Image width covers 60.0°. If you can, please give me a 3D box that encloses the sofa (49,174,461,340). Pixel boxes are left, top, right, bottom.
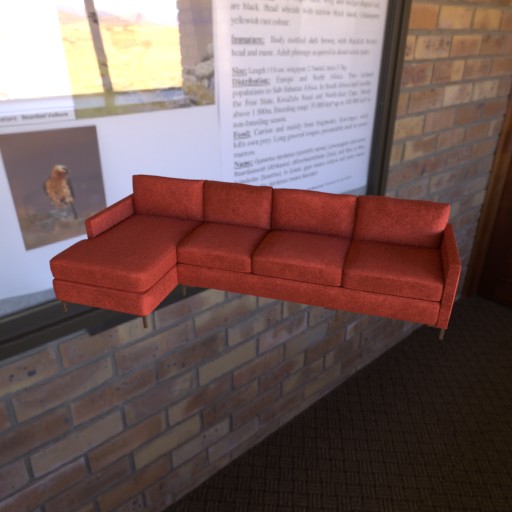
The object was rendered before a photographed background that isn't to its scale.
[{"bbox_3d":[0.000,0.000,4.072,3.400,0.967,1.500,8,27,16],"label":"sofa"}]
